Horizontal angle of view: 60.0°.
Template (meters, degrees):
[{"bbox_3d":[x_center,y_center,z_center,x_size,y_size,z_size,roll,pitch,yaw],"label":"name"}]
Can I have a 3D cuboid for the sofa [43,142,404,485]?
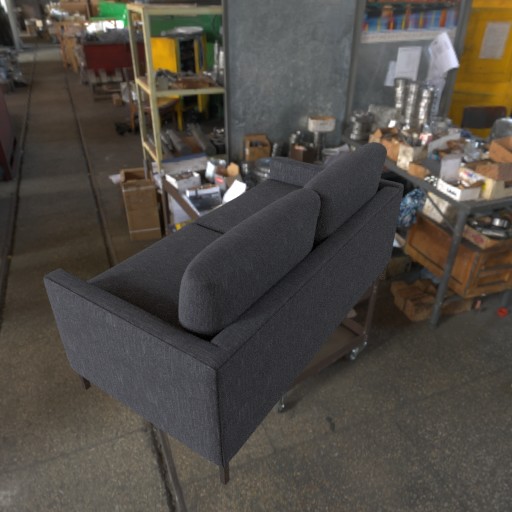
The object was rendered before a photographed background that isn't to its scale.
[{"bbox_3d":[0.000,0.000,2.178,0.866,0.862,1.716,20,36,29],"label":"sofa"}]
